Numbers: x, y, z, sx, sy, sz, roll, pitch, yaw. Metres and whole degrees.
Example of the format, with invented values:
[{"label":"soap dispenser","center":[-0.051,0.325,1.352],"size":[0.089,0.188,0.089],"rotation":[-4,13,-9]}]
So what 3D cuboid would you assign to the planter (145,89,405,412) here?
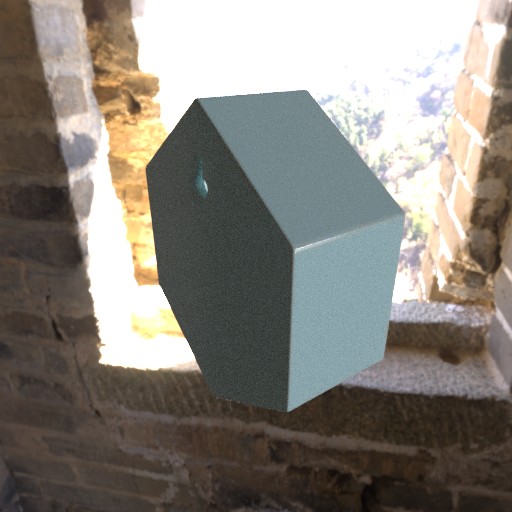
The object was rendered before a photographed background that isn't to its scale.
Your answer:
[{"label":"planter","center":[0.000,0.000,0.297],"size":[0.078,0.207,0.169],"rotation":[-17,31,-31]}]
